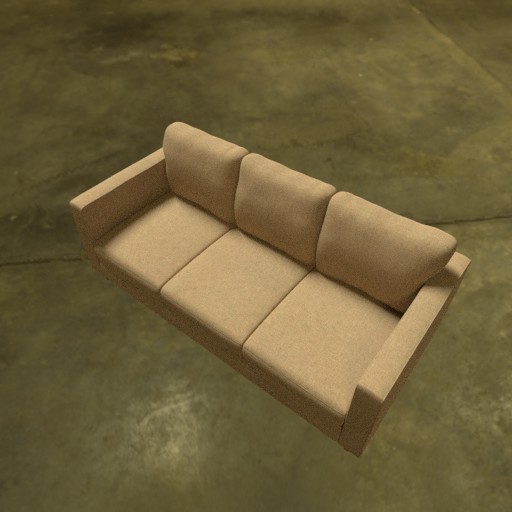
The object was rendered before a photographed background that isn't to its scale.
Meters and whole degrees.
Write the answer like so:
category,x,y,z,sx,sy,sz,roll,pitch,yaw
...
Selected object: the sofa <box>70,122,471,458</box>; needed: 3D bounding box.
category,x,y,z,sx,sy,sz,roll,pitch,yaw
sofa,0.000,0.000,2.348,1.855,0.800,0.930,29,52,26
